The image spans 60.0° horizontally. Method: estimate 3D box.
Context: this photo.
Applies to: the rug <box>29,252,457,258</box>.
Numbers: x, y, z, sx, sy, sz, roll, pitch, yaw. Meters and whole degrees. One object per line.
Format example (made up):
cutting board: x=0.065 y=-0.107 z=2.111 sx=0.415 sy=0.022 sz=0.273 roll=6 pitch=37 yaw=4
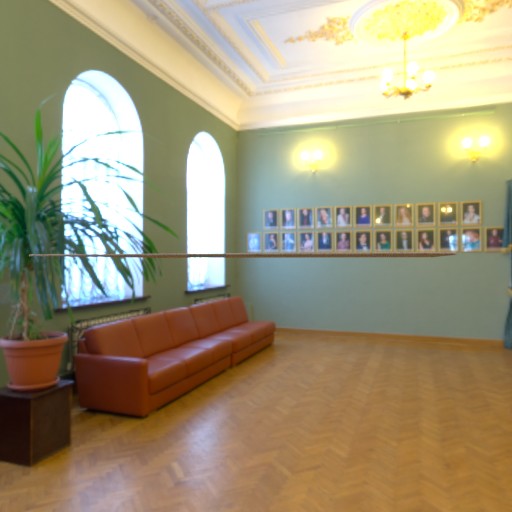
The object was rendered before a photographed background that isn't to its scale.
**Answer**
rug: x=0.000 y=0.000 z=2.369 sx=1.839 sy=0.009 sz=1.236 roll=0 pitch=-1 yaw=18
